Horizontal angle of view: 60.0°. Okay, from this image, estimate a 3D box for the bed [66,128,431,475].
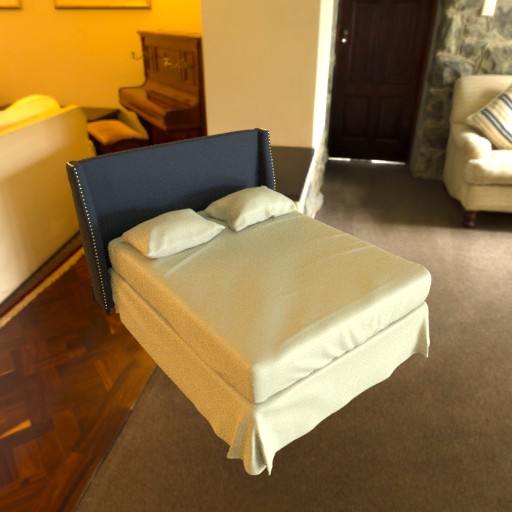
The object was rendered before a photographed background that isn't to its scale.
[{"bbox_3d":[0.000,0.000,3.396,1.925,1.332,2.276,-21,35,-33],"label":"bed"}]
